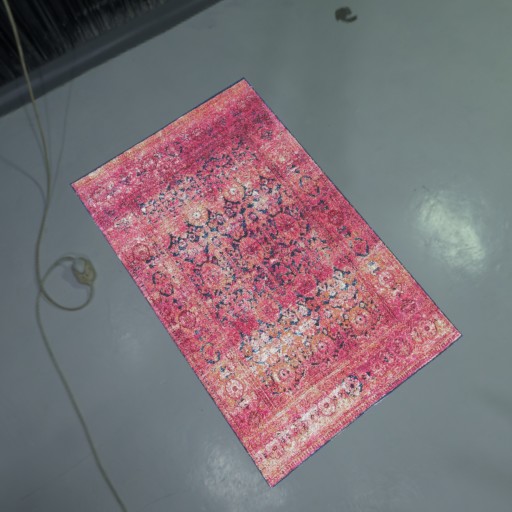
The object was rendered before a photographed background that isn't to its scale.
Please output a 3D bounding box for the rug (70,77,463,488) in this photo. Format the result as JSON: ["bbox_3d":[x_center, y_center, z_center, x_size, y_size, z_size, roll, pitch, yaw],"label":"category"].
[{"bbox_3d":[0.000,0.000,3.017,1.539,0.018,2.449,-35,77,-10],"label":"rug"}]
